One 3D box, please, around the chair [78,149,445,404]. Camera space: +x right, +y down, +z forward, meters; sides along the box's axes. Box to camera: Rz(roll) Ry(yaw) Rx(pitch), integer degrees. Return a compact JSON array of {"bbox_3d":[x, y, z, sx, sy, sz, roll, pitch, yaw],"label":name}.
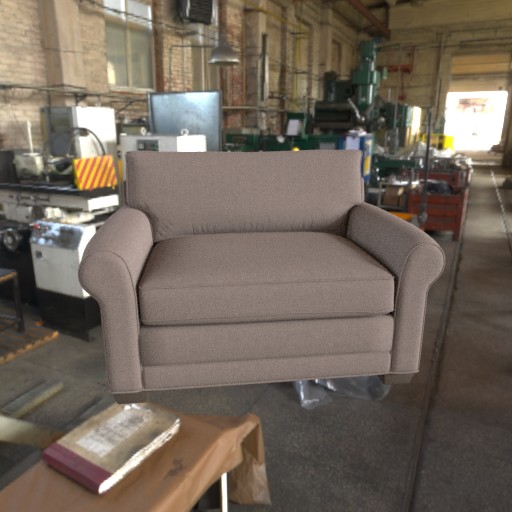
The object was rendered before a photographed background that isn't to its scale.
[{"bbox_3d":[0.000,0.000,2.051,1.390,0.930,0.930,-2,16,-7],"label":"chair"}]
